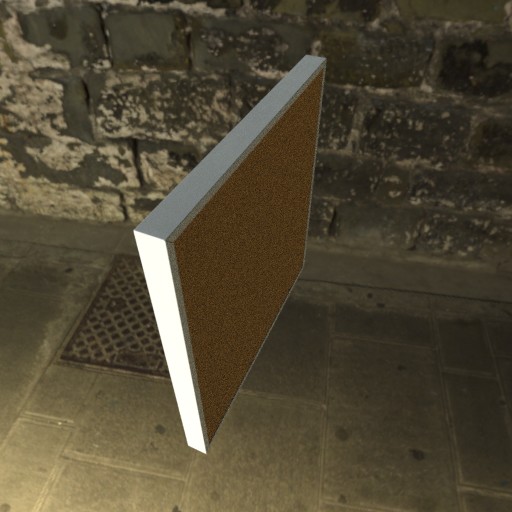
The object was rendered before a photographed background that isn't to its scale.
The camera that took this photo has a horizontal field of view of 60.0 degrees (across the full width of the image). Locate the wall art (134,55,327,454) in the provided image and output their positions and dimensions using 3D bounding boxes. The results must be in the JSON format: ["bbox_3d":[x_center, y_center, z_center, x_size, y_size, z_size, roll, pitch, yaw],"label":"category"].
[{"bbox_3d":[0.000,0.000,0.774,0.037,0.508,0.508,17,47,17],"label":"wall art"}]
